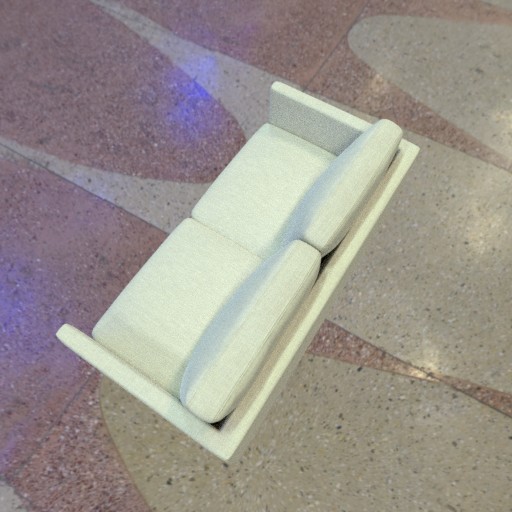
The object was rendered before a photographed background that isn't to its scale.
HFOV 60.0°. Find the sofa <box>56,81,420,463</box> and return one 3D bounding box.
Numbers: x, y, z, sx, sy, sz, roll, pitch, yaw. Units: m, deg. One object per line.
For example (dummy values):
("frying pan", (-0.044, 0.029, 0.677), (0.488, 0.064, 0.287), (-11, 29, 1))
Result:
("sofa", (0.000, 0.000, 2.392), (0.950, 0.963, 1.838), (30, 68, 14))
